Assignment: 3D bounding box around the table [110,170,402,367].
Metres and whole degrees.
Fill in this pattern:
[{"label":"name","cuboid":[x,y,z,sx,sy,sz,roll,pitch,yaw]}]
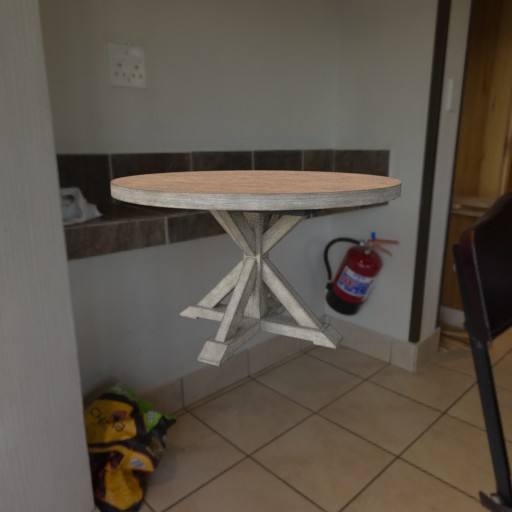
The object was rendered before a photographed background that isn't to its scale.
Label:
[{"label":"table","cuboid":[0.000,0.000,2.265,1.363,0.781,1.363,0,14,0]}]
